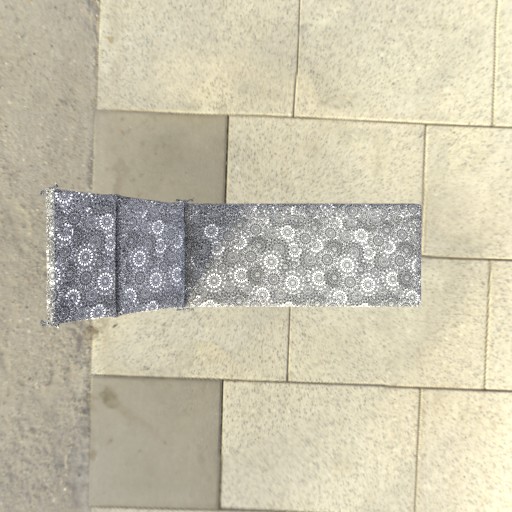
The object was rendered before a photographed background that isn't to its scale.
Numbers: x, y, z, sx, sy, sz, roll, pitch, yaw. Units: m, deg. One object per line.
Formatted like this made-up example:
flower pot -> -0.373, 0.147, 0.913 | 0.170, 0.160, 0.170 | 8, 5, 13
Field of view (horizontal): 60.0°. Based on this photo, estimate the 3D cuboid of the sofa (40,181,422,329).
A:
sofa -> 0.000, 0.000, 1.975 | 1.663, 0.622, 0.582 | 0, 91, 0
